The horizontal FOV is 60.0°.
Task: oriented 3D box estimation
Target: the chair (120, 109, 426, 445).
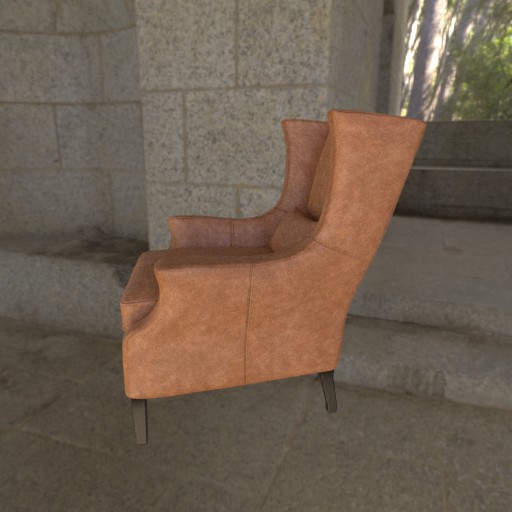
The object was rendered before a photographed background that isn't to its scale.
[{"bbox_3d":[0.000,0.000,1.670,0.926,1.016,0.853,-2,15,-8],"label":"chair"}]
